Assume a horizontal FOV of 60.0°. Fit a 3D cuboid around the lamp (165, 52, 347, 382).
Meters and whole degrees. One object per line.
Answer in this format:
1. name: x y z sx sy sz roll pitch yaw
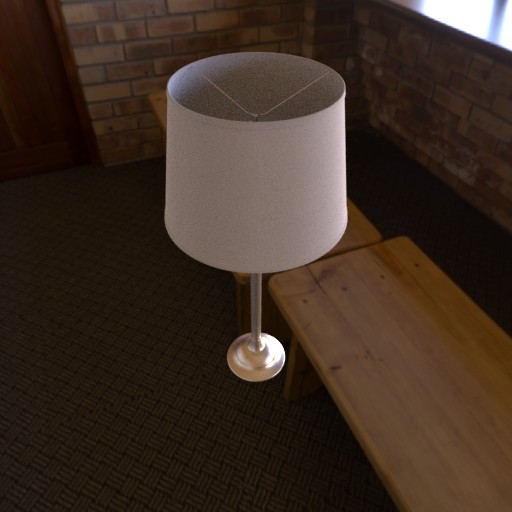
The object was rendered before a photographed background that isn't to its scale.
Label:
1. lamp: 0.000 0.000 0.891 0.331 0.698 0.331 0 43 0
